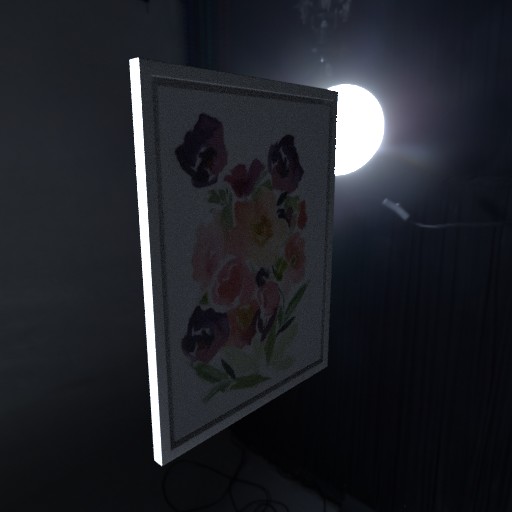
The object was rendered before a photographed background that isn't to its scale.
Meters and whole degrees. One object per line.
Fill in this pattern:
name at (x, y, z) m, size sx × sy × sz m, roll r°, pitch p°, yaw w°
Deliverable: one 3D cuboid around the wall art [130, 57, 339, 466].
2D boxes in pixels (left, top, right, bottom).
wall art at (0.000, 0.000, 1.407) m, size 0.042 × 1.056 × 0.805 m, roll 12°, pitch 18°, yaw 42°
